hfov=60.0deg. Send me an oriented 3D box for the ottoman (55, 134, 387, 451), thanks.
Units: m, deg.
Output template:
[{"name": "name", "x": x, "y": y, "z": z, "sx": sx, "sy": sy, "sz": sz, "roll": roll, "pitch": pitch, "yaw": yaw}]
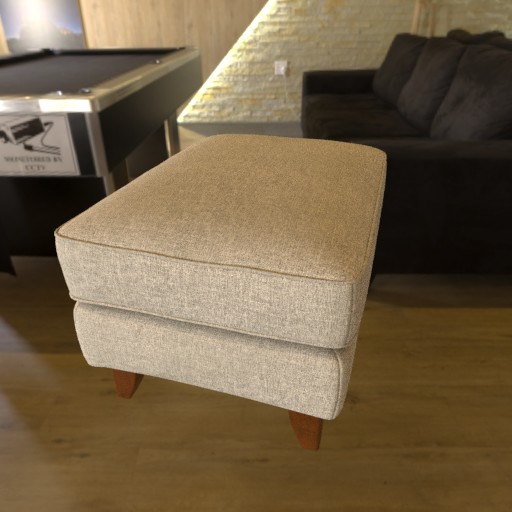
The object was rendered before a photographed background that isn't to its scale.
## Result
[{"name": "ottoman", "x": 0.000, "y": 0.000, "z": 1.295, "sx": 0.661, "sy": 0.561, "sz": 0.889, "roll": 9, "pitch": 30, "yaw": 15}]
